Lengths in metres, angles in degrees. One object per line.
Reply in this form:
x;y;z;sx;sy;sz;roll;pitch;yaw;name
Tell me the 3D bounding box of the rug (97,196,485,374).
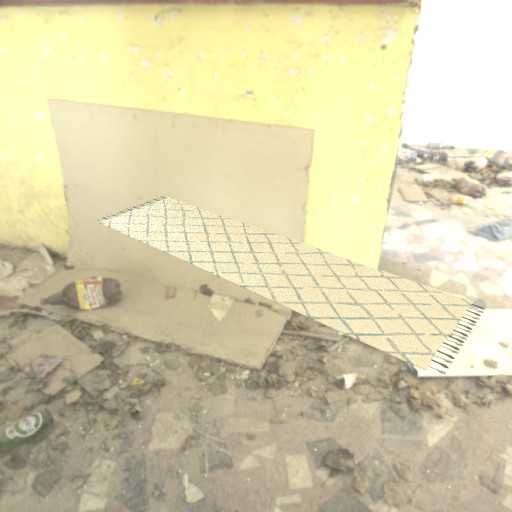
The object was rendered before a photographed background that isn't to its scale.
0.000;0.000;2.582;2.372;0.008;0.620;21;35;34;rug
